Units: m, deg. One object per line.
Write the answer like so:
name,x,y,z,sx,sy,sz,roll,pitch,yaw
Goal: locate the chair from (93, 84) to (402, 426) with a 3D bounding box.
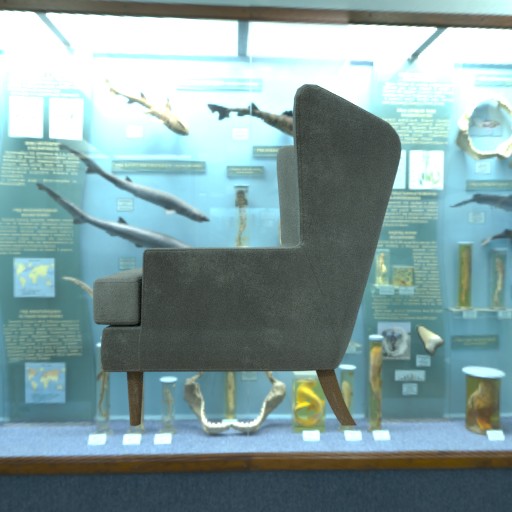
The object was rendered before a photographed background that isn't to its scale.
chair,0.000,0.000,1.580,0.906,0.950,0.784,0,1,-1
